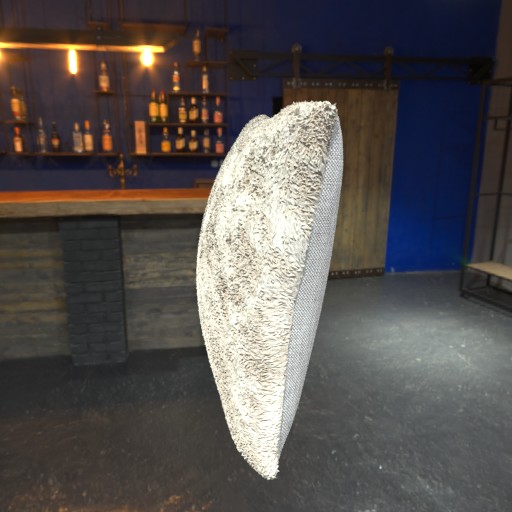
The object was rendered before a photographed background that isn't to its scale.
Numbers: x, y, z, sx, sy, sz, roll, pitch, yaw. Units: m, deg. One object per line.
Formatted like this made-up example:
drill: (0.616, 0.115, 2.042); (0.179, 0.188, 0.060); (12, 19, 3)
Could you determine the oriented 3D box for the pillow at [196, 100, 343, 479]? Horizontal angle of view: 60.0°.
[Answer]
pillow: (0.000, 0.000, 0.801); (0.218, 0.515, 0.529); (-2, 15, -8)
